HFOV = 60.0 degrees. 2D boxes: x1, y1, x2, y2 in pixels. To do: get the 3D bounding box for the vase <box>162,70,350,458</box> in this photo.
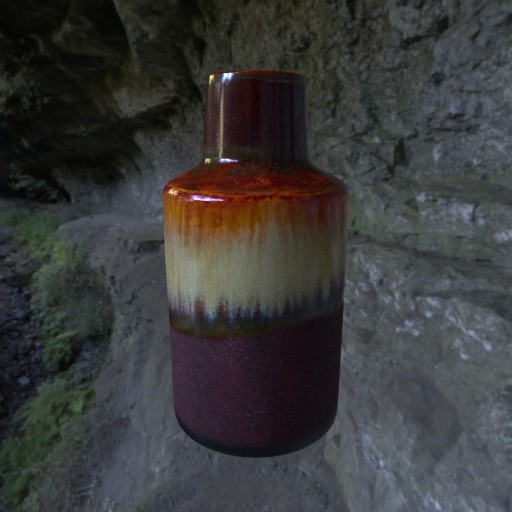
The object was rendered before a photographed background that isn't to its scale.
[{"bbox_3d":[0.000,0.000,0.269,0.108,0.204,0.108,0,16,0],"label":"vase"}]
